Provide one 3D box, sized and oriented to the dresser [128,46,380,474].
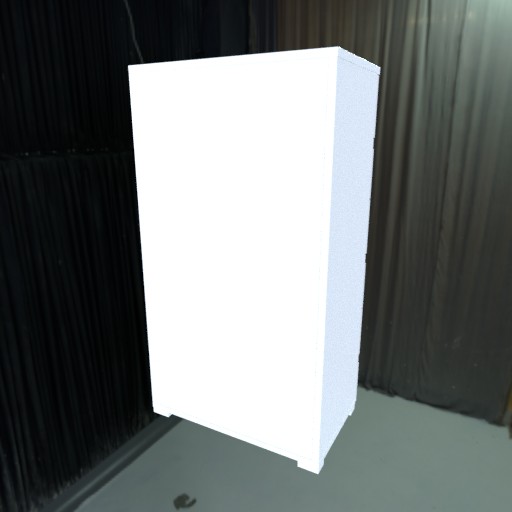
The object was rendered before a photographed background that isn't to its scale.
[{"bbox_3d":[0.000,0.000,1.501,0.650,1.190,0.400,8,18,28],"label":"dresser"}]
